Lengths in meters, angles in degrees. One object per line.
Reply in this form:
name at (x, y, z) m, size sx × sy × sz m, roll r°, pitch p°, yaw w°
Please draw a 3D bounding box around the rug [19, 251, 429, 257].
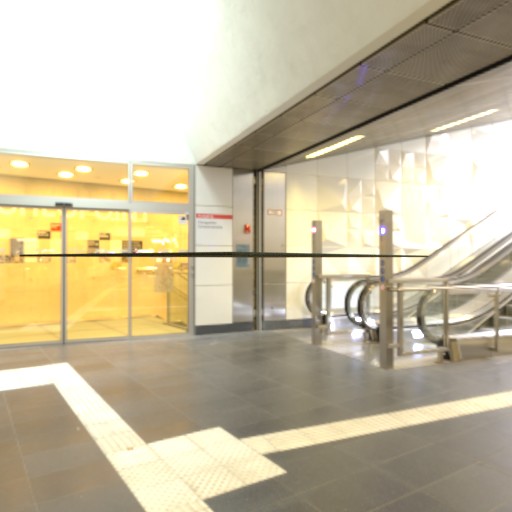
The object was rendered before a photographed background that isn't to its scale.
rug at (0.000, 0.000, 2.296) m, size 1.219 × 0.010 × 1.829 m, roll 0°, pitch 0°, yaw 37°
